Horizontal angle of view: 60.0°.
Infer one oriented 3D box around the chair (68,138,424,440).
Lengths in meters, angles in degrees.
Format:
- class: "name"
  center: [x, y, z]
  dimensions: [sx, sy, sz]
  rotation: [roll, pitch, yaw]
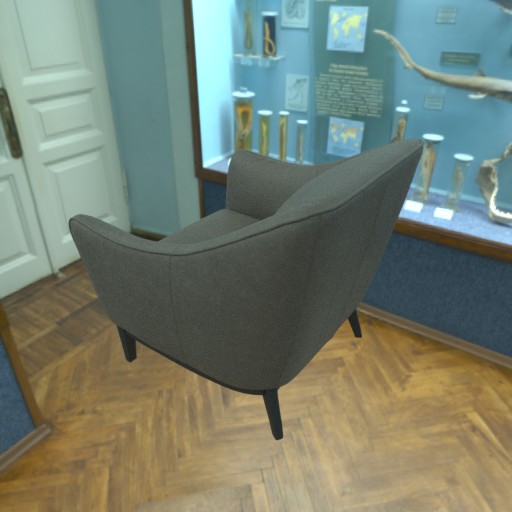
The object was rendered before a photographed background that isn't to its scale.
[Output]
- class: "chair"
  center: [0.000, 0.000, 1.542]
  dimensions: [0.852, 0.830, 0.871]
  rotation: [21, 36, 30]
